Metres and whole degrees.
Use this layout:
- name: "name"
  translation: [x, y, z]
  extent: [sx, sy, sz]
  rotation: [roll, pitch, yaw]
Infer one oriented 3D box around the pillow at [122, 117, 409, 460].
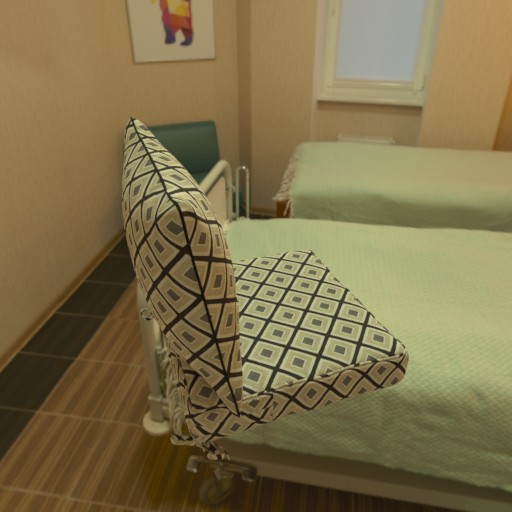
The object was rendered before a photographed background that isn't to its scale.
- name: "pillow"
  translation: [0.000, 0.000, 1.347]
  extent: [0.733, 0.722, 0.798]
  rotation: [-10, 31, -17]
